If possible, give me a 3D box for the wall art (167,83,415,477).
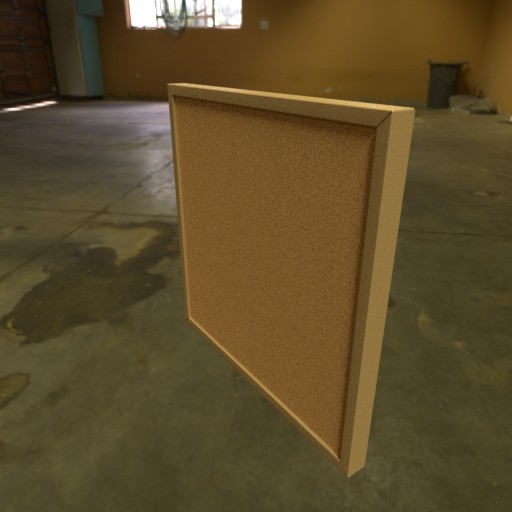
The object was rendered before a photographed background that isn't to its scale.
[{"bbox_3d":[0.000,0.000,0.734,0.036,0.509,0.509,-16,29,-32],"label":"wall art"}]
